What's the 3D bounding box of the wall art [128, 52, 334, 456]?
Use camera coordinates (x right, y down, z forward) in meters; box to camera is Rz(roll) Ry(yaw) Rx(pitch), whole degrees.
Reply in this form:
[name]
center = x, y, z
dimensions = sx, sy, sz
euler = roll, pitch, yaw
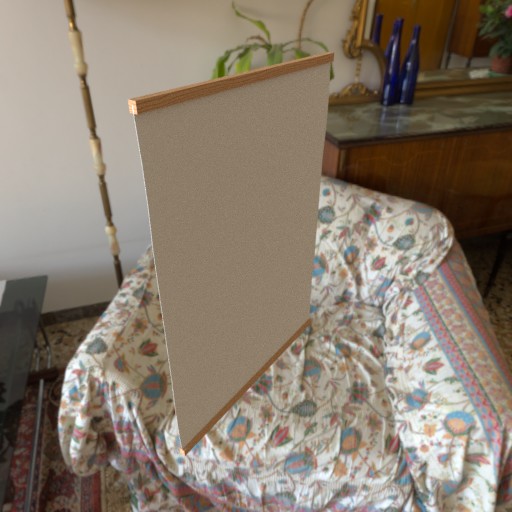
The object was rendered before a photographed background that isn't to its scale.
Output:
[wall art]
center = 0.000, 0.000, 1.299
dimensions = 0.020, 1.016, 0.739
euler = 21, 38, 30
